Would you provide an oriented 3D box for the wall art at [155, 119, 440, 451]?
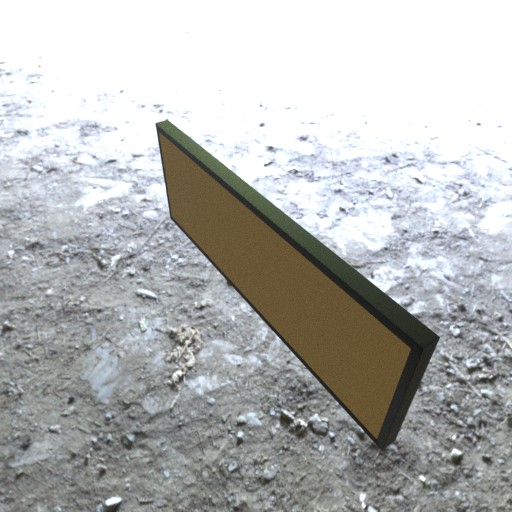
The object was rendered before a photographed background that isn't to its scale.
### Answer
[{"bbox_3d":[0.000,0.000,0.979,0.037,0.303,0.860,-24,47,-25],"label":"wall art"}]
